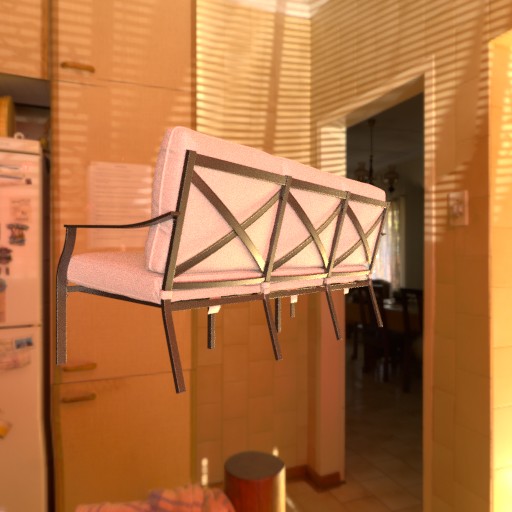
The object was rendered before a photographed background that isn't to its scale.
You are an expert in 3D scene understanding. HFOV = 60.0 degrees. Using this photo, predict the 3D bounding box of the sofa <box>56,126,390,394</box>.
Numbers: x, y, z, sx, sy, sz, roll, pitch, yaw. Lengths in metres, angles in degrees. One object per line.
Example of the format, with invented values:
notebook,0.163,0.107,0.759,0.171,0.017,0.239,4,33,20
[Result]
sofa,0.000,0.000,2.242,0.787,0.860,1.740,0,0,37
